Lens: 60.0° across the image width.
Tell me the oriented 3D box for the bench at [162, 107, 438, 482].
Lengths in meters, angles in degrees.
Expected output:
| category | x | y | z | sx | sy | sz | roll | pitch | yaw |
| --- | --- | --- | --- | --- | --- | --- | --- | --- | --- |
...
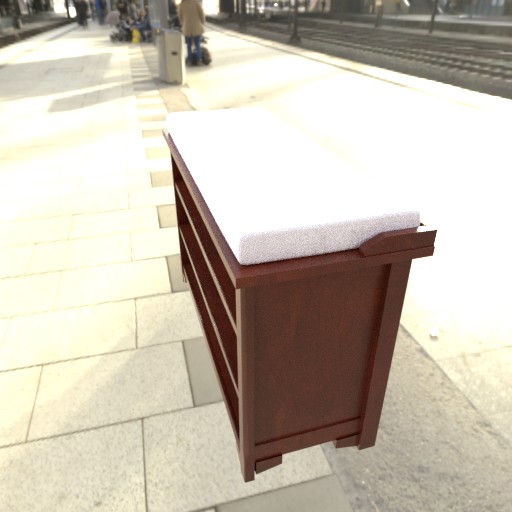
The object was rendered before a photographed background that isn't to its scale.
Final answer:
| category | x | y | z | sx | sy | sz | roll | pitch | yaw |
| --- | --- | --- | --- | --- | --- | --- | --- | --- | --- |
| bench | 0.000 | 0.000 | 1.284 | 0.369 | 0.646 | 0.987 | -9 | 31 | -15 |
